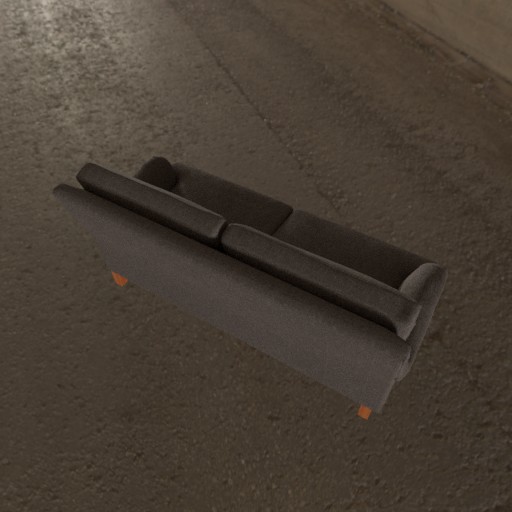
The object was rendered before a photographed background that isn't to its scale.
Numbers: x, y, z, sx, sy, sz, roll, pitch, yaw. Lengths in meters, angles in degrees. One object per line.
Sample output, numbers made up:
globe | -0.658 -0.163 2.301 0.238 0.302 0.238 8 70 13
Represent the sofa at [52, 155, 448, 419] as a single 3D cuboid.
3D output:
sofa | 0.000 0.000 2.798 2.160 1.054 1.087 24 52 21
